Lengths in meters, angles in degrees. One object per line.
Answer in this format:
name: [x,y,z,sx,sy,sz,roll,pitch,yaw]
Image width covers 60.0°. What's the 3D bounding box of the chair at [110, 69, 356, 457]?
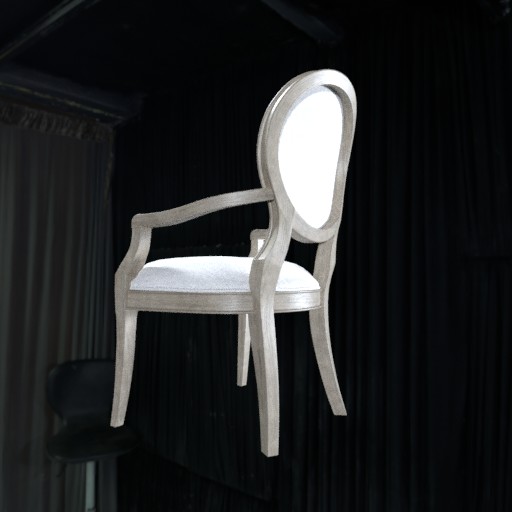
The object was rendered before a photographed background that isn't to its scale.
chair: [0.000,0.000,1.367,0.602,0.991,0.611,-2,-3,37]
